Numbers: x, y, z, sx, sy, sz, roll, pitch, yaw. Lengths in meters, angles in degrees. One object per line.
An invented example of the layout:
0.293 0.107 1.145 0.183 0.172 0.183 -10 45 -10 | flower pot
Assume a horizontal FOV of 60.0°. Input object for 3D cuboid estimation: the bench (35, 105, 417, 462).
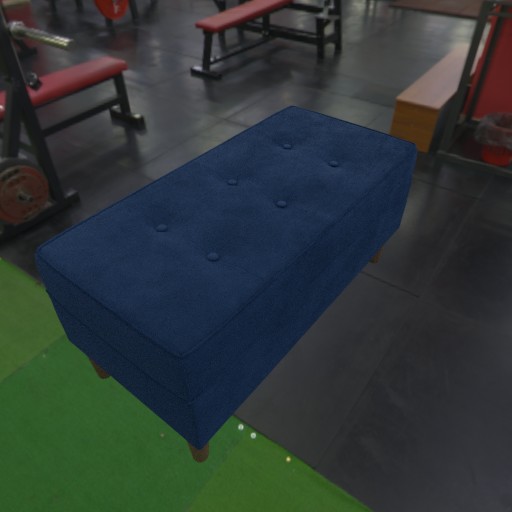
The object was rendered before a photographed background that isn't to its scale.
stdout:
0.000 0.000 1.292 0.489 0.467 1.010 28 49 28 | bench
